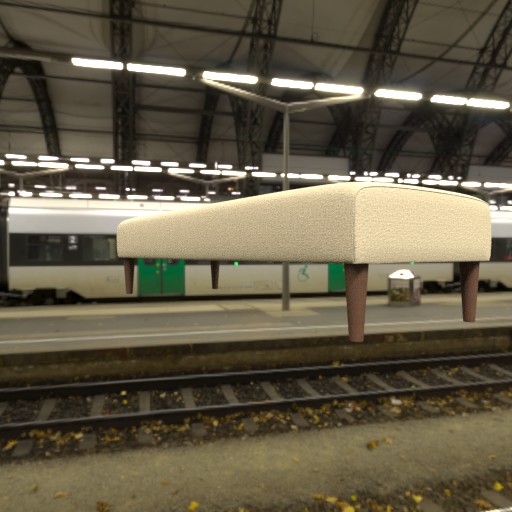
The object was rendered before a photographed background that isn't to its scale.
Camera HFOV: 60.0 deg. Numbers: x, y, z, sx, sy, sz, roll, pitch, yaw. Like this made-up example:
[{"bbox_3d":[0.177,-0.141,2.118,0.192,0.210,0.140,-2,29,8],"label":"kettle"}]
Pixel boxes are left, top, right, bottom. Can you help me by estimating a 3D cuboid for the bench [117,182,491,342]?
[{"bbox_3d":[0.000,0.000,1.812,0.646,0.393,1.609,0,0,-36],"label":"bench"}]
